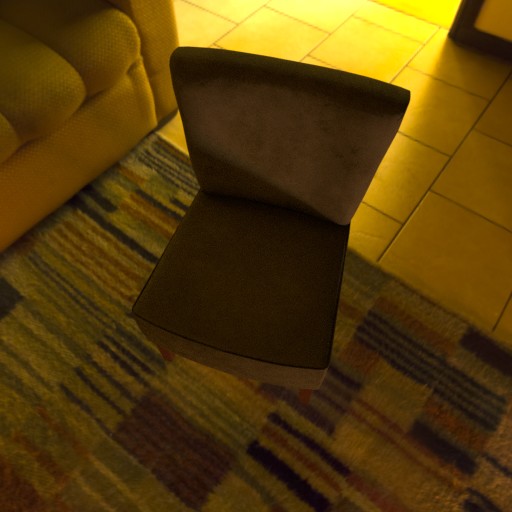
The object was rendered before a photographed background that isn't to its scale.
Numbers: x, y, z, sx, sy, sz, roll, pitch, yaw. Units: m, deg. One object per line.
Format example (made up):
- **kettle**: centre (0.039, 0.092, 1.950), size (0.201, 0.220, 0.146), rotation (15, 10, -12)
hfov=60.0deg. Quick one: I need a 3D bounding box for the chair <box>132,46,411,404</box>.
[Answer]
- **chair**: centre (0.000, 0.000, 1.166), size (0.521, 0.806, 0.554), rotation (15, 60, 9)
